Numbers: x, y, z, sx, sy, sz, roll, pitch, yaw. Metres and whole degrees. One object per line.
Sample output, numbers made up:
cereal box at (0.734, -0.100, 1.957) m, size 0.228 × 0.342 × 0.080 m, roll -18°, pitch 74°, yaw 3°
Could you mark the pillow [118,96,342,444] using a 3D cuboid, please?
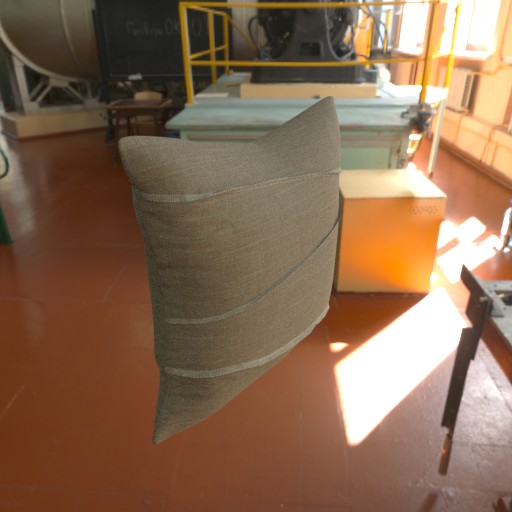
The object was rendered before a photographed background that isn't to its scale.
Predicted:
pillow at (0.000, 0.000, 0.639) m, size 0.169 × 0.400 × 0.424 m, roll 19°, pitch 32°, yaw 33°
